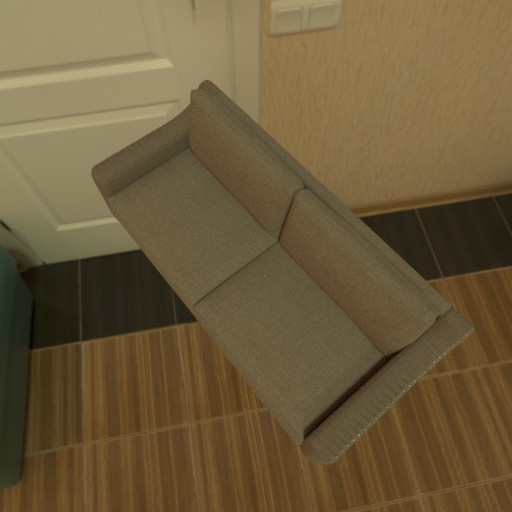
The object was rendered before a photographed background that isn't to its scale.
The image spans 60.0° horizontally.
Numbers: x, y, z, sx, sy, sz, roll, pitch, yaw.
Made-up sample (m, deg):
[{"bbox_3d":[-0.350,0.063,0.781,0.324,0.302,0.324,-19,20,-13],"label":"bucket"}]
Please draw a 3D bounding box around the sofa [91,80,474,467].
[{"bbox_3d":[0.000,0.000,2.664,1.000,0.857,2.208,-37,70,-16],"label":"sofa"}]
